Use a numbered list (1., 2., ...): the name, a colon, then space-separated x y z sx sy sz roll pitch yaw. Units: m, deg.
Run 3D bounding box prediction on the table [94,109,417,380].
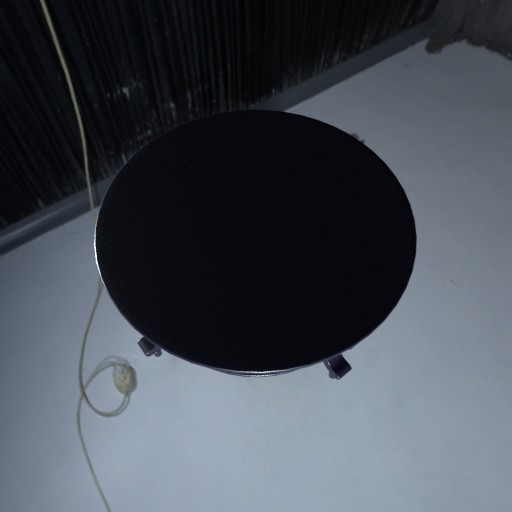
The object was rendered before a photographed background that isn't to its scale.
1. table: 0.000 0.000 1.639 1.029 0.491 1.029 0 58 0
